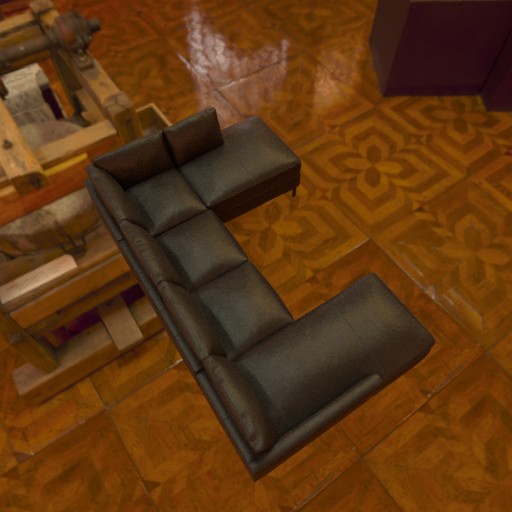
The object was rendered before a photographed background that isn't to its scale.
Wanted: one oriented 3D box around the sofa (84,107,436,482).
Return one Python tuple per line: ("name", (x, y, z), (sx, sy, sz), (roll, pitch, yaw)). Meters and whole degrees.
("sofa", (0.000, 0.000, 3.880), (1.939, 0.900, 2.956), (-29, 62, -17))
